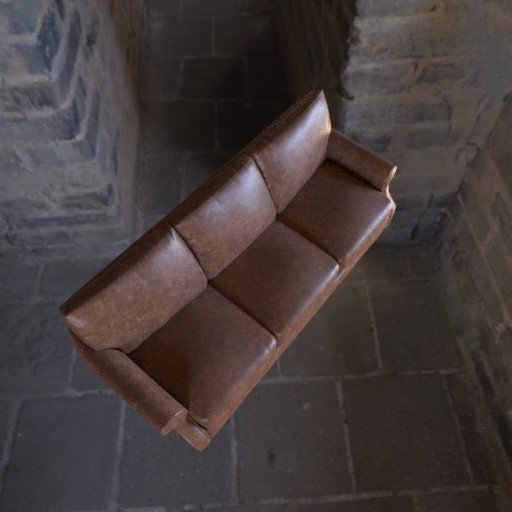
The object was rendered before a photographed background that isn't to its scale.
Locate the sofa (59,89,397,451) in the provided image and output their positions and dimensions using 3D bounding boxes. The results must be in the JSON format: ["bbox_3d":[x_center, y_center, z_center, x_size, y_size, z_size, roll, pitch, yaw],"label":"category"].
[{"bbox_3d":[0.000,0.000,2.898,0.973,0.977,2.351,35,65,19],"label":"sofa"}]
